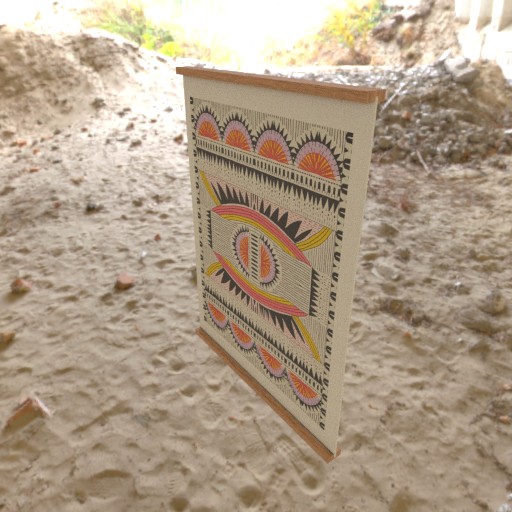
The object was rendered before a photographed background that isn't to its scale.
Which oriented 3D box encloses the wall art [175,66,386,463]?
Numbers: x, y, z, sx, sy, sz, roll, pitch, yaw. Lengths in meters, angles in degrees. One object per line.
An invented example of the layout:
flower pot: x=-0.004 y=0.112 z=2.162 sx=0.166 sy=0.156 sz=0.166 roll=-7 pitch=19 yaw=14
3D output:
wall art: x=0.000 y=0.000 z=0.696 sx=0.028 sy=0.527 sz=0.403 roll=-18 pitch=32 yaw=-32
